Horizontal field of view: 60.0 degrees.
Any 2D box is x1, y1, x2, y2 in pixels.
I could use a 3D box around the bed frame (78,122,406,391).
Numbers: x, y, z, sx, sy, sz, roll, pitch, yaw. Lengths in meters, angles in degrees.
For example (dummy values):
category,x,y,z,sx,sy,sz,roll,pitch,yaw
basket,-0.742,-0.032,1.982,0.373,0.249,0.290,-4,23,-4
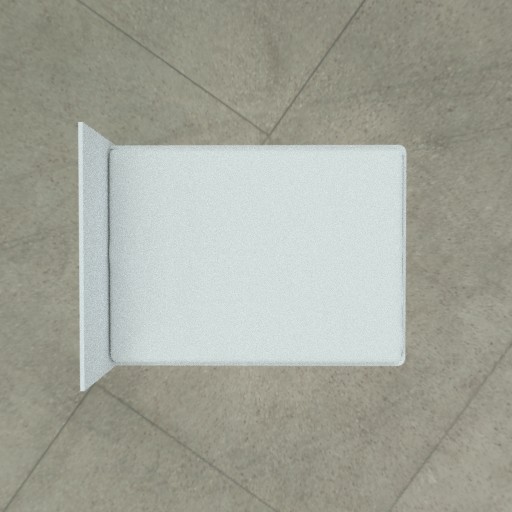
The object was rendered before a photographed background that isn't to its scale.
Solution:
category,x,y,z,sx,sy,sz,roll,pitch,yaw
bed frame,0.000,0.000,2.844,1.950,0.800,1.490,0,91,1
